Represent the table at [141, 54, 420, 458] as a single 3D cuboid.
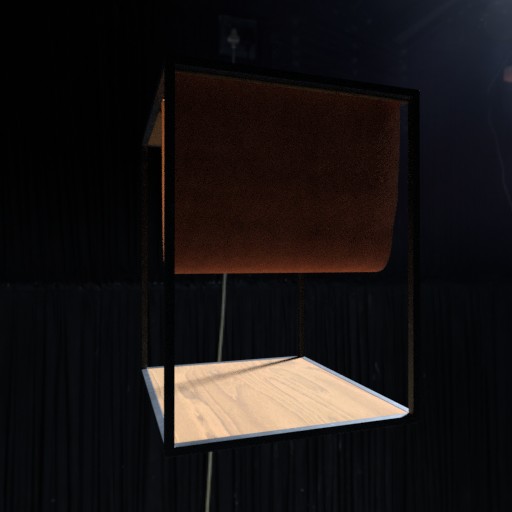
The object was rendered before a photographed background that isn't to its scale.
[{"bbox_3d":[0.000,0.000,0.854,0.399,0.536,0.450,0,0,-18],"label":"table"}]
